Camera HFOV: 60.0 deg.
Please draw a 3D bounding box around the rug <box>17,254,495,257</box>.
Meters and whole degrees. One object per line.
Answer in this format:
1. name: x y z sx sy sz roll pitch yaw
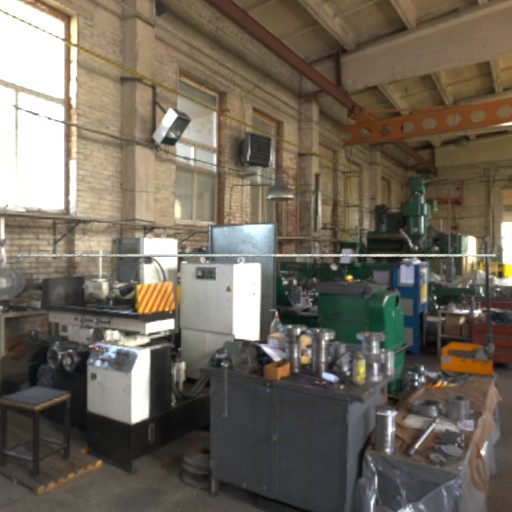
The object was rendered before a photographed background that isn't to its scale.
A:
1. rug: 0.000 0.000 2.309 1.820 0.009 1.260 0 0 0
